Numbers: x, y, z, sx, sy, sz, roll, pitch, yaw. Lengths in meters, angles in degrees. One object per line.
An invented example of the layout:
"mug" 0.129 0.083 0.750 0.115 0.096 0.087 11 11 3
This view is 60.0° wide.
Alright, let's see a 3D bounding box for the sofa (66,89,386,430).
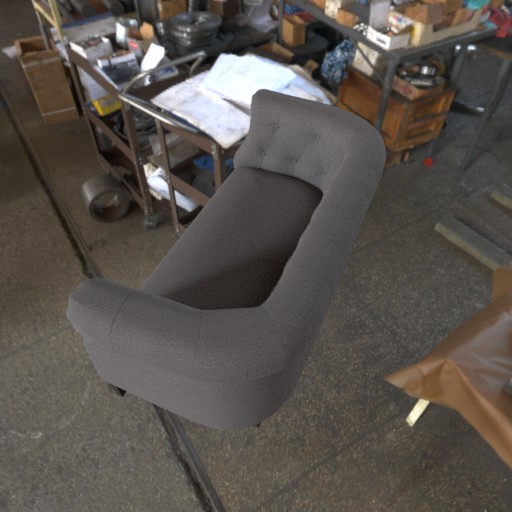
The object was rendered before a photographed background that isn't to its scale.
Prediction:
"sofa" 0.000 0.000 2.012 0.835 0.827 1.558 18 50 16
